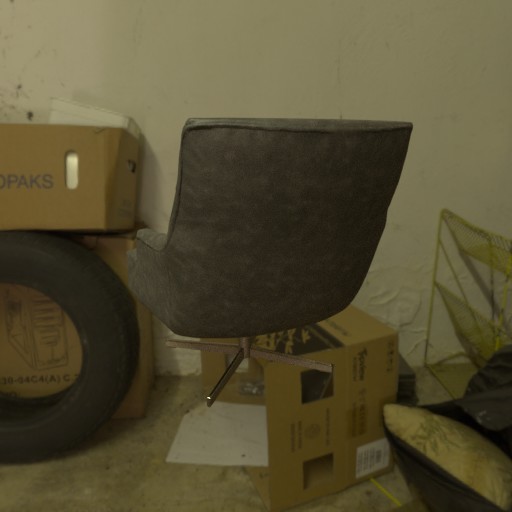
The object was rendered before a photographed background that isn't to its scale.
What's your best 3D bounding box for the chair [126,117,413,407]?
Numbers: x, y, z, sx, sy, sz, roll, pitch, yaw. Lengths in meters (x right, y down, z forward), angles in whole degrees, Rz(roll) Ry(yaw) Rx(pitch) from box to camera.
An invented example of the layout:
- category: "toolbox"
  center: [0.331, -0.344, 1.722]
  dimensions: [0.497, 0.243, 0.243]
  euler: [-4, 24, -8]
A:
- category: "chair"
  center: [0.000, 0.000, 1.514]
  dimensions: [0.738, 0.870, 0.874]
  euler: [-7, 17, -26]
